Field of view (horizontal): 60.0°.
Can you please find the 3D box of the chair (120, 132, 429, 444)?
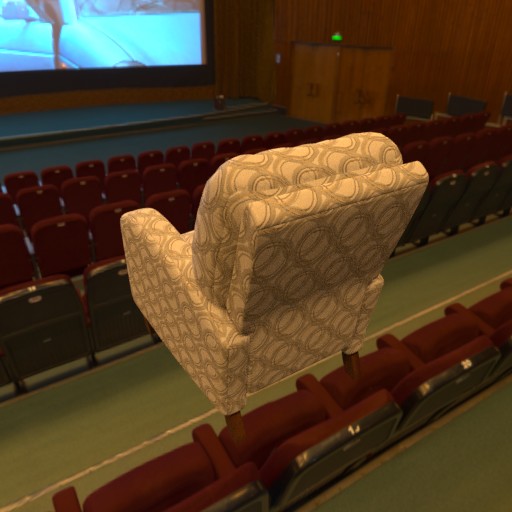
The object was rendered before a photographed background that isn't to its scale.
[{"bbox_3d":[0.000,0.000,1.782,0.796,1.065,0.995,-18,34,-28],"label":"chair"}]
